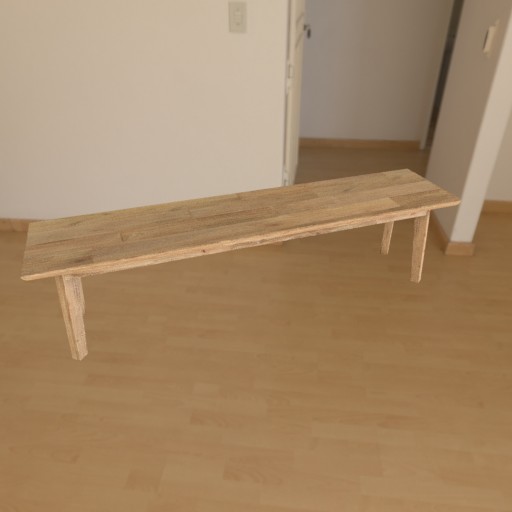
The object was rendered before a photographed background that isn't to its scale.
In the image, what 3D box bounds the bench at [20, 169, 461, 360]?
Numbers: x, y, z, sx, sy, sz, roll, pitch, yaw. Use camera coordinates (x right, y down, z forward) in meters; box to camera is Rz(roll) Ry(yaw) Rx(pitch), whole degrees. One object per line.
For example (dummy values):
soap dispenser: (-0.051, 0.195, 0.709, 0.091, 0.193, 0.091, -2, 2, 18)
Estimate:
bench: (0.000, 0.000, 1.889, 1.698, 0.431, 0.378, -11, 34, -16)
